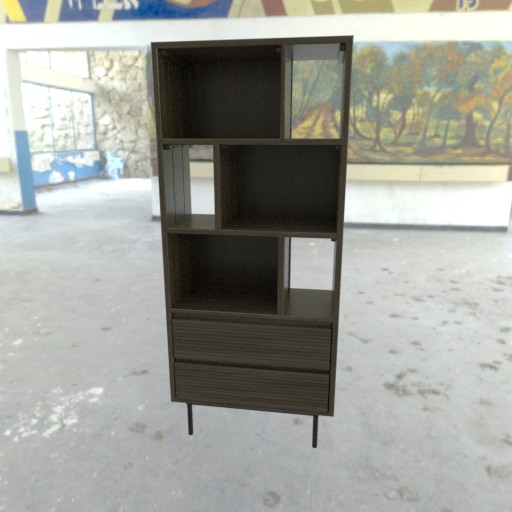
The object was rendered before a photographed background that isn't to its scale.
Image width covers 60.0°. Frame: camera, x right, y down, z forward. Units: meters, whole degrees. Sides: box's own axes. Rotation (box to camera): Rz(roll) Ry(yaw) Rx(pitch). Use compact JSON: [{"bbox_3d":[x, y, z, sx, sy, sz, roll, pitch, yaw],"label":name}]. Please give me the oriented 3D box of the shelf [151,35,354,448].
[{"bbox_3d":[0.000,0.000,1.790,0.670,1.545,0.323,2,15,9],"label":"shelf"}]
